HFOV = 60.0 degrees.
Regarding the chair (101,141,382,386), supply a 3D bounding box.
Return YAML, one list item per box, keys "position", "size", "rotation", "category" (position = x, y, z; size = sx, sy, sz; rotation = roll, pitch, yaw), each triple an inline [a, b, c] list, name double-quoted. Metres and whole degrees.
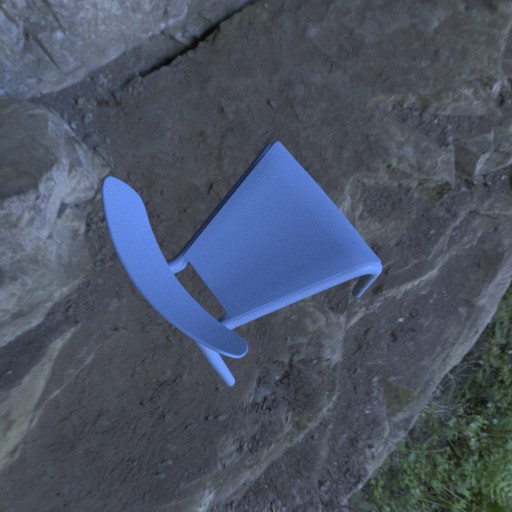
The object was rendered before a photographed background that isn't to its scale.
- position: [0.000, 0.000, 0.833]
  size: [0.401, 0.580, 0.356]
  rotation: [-36, 78, -9]
  category: "chair"
